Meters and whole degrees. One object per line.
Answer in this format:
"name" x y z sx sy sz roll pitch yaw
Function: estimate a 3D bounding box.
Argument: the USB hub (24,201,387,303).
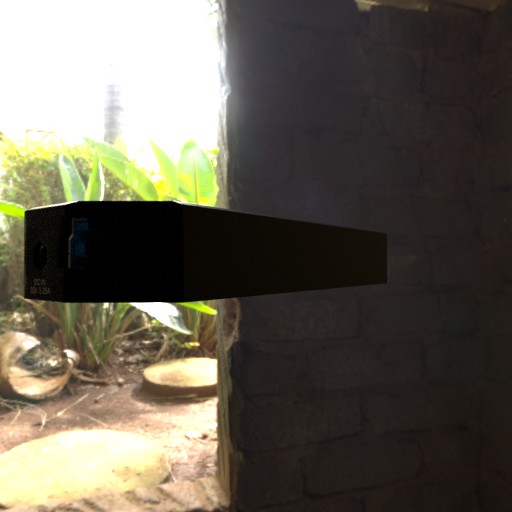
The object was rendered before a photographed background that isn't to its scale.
"USB hub" 0.000 0.000 0.158 0.044 0.023 0.145 -1 -1 37
